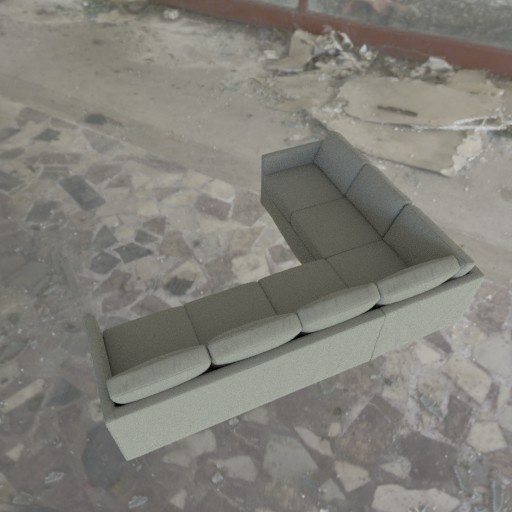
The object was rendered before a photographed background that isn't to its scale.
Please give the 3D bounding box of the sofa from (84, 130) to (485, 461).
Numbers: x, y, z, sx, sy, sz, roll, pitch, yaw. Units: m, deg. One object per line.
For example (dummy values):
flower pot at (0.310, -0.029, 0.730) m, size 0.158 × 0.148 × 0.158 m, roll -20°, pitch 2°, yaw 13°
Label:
sofa at (0.000, 0.000, 4.218) m, size 3.182 × 0.871 × 2.432 m, roll -17°, pitch 48°, yaw -16°
